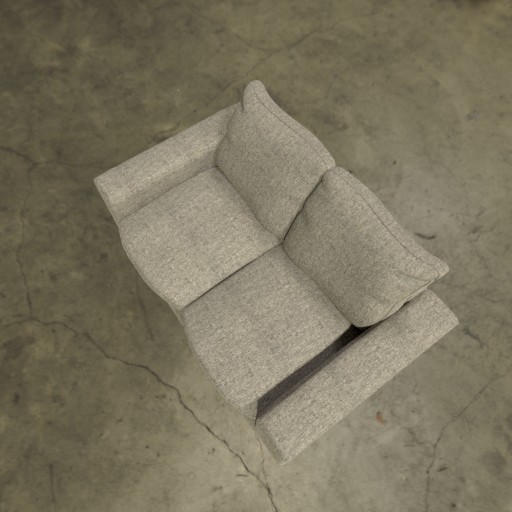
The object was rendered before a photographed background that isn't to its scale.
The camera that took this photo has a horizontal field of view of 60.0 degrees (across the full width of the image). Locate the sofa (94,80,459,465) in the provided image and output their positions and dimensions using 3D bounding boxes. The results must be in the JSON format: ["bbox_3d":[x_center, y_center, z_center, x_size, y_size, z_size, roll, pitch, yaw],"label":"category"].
[{"bbox_3d":[0.000,0.000,2.335,1.094,0.877,1.758,-33,68,-15],"label":"sofa"}]
